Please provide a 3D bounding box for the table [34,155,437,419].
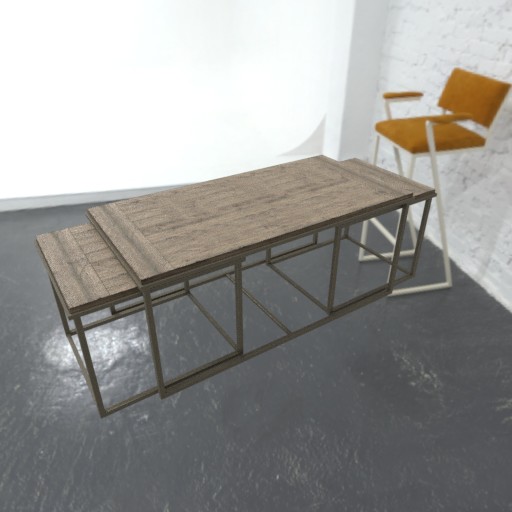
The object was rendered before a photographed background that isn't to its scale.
[{"bbox_3d":[0.000,0.000,1.564,1.312,0.427,0.489,-19,36,-28],"label":"table"}]
